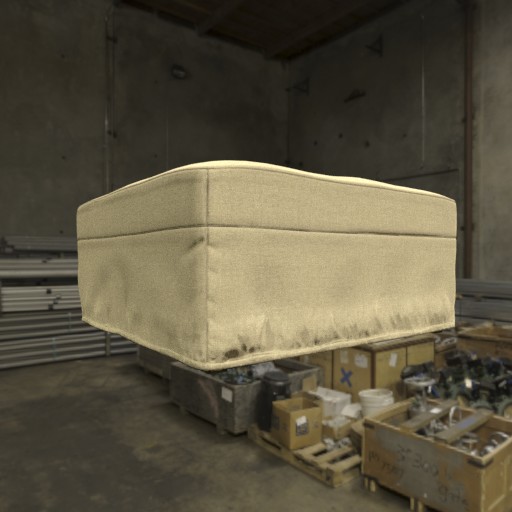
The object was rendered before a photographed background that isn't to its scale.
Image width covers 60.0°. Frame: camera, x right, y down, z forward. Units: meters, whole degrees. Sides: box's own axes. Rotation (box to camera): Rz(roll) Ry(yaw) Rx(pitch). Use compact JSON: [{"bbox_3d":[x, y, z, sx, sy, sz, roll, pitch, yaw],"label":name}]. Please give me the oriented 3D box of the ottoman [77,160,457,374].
[{"bbox_3d":[0.000,0.000,1.336,0.843,0.436,0.840,0,0,-37],"label":"ottoman"}]
